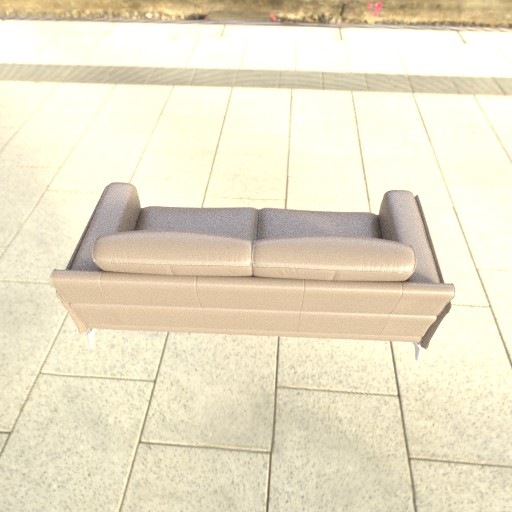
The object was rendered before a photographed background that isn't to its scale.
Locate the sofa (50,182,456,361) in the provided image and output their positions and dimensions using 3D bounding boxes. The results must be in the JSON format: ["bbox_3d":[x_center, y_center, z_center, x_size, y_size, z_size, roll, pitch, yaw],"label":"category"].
[{"bbox_3d":[0.000,0.000,2.680,2.101,0.930,1.049,2,46,2],"label":"sofa"}]
